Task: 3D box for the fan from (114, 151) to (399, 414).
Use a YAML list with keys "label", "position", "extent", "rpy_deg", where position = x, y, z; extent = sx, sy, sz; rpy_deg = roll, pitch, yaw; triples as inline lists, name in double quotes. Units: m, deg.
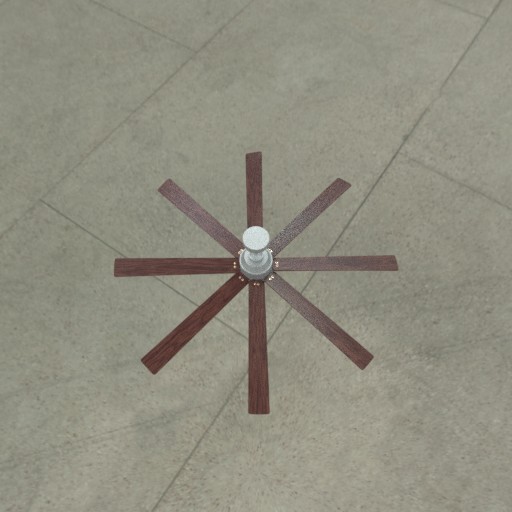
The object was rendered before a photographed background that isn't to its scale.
- label: "fan"
  position: [0.000, 0.000, 2.748]
  extent: [1.830, 0.472, 1.830]
  rpy_deg: [-1, 64, 0]
